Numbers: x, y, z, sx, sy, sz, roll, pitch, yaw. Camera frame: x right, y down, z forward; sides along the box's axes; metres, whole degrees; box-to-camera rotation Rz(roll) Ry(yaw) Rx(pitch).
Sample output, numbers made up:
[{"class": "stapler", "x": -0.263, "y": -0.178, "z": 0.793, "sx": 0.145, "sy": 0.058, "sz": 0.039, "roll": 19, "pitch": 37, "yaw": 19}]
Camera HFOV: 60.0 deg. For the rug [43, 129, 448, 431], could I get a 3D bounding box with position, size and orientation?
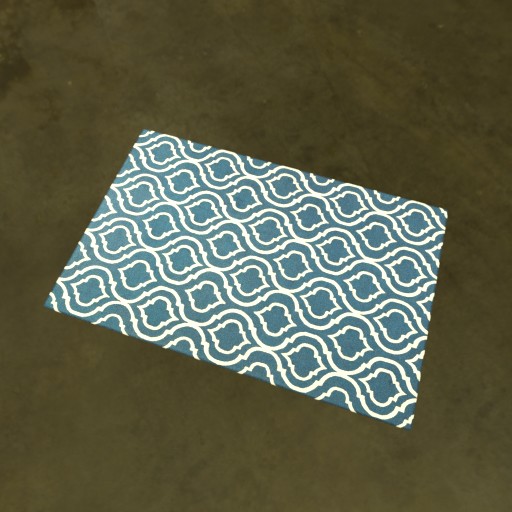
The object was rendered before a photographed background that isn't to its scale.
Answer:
[{"class": "rug", "x": 0.000, "y": 0.000, "z": 2.218, "sx": 1.753, "sy": 0.010, "sz": 1.143, "roll": 17, "pitch": 66, "yaw": 8}]
